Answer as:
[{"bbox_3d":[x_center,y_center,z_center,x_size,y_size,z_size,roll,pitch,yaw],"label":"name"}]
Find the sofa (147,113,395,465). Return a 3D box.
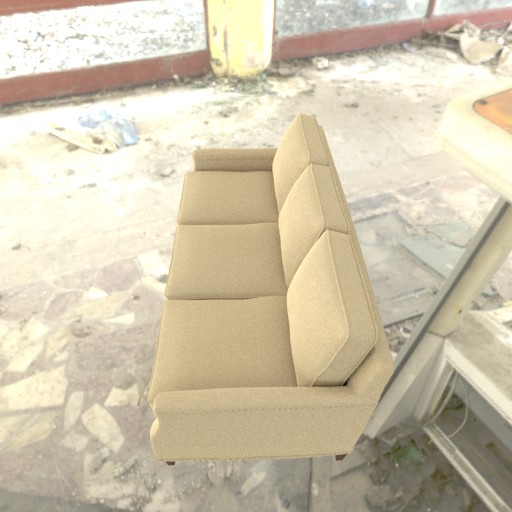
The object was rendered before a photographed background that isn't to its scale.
[{"bbox_3d":[0.000,0.000,2.797,1.084,1.003,2.246,-1,42,-1],"label":"sofa"}]
